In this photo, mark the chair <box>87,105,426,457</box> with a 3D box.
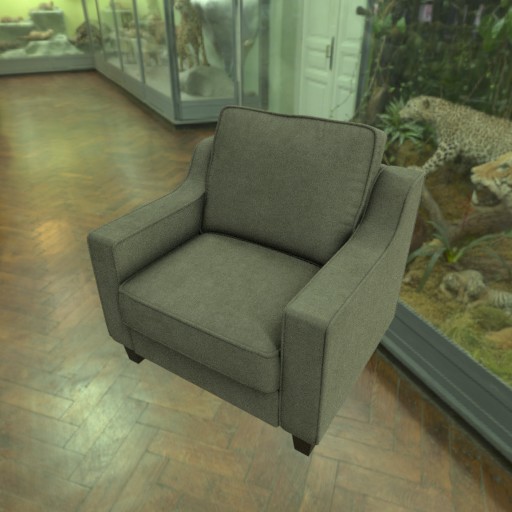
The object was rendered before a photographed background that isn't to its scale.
[{"bbox_3d":[0.000,0.000,1.654,0.926,0.944,0.840,18,35,28],"label":"chair"}]
